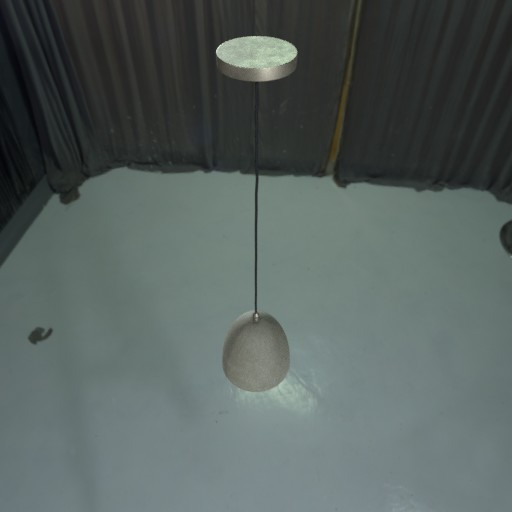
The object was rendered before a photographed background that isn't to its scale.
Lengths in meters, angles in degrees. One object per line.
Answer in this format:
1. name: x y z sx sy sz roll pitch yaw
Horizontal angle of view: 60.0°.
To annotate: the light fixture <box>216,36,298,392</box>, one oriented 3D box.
1. light fixture: 0.000 0.000 0.844 0.170 0.759 0.170 3 46 3
